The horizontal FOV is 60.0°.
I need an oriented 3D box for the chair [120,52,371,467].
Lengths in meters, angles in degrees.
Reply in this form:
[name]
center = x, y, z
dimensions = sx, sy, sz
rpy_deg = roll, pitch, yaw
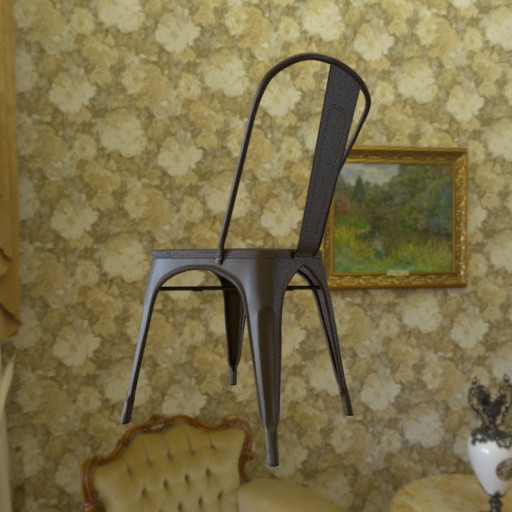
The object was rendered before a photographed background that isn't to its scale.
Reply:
[chair]
center = 0.000, 0.000, 1.145
dimensions = 0.532, 0.844, 0.451
rpy_deg = 0, -1, 37
